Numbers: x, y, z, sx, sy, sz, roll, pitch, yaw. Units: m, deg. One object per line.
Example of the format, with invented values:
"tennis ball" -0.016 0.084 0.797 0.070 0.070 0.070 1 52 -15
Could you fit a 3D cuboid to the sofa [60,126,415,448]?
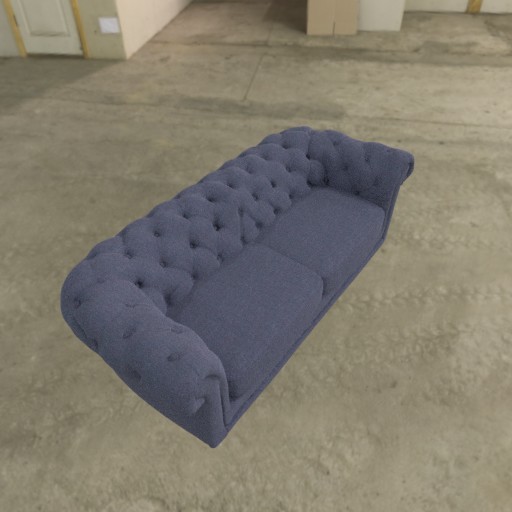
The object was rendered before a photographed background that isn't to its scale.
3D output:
"sofa" 0.000 0.000 2.773 1.046 0.836 2.335 26 47 26
